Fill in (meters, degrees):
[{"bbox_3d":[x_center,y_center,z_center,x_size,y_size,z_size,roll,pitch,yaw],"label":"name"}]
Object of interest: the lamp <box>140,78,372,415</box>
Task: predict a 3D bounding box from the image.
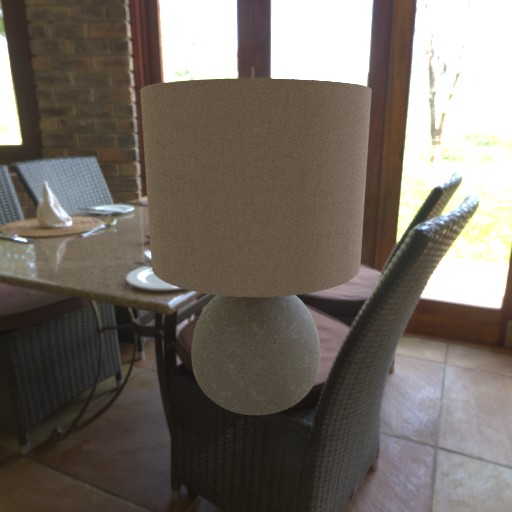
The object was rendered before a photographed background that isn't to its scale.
[{"bbox_3d":[0.000,0.000,0.585,0.269,0.409,0.269,8,17,27],"label":"lamp"}]
